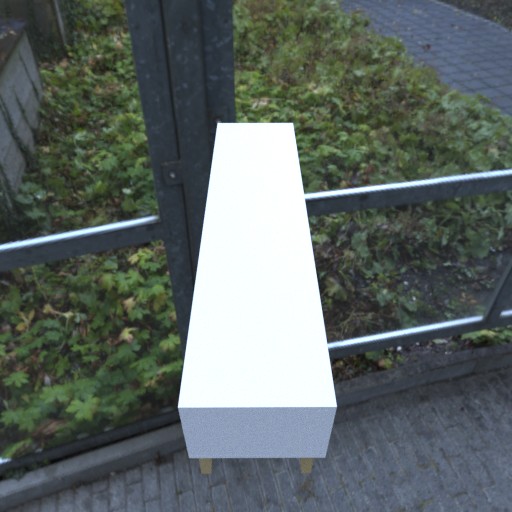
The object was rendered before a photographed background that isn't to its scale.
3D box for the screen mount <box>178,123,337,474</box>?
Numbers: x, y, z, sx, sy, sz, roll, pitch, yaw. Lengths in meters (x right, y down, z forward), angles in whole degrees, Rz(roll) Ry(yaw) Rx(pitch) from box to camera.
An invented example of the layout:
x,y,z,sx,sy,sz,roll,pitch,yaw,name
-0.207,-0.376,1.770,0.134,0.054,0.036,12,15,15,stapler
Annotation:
x,y,z,sx,sy,sz,roll,pitch,yaw,name
0.000,0.000,1.872,0.399,0.432,1.644,0,41,0,screen mount
